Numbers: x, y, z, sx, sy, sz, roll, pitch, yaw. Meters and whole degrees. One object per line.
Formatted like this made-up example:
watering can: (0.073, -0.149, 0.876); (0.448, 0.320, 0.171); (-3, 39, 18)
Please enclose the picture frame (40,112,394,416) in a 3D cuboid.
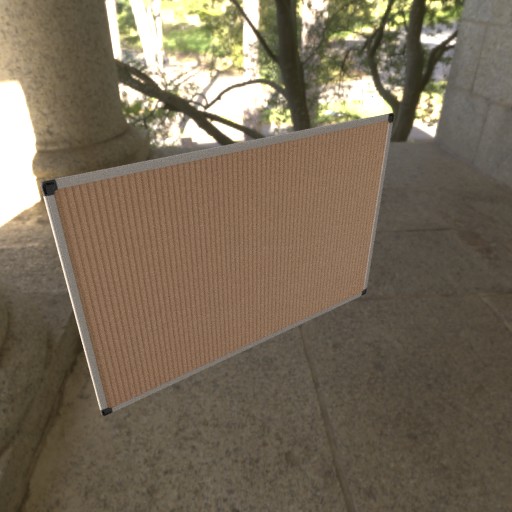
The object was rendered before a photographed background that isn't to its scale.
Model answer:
picture frame: (0.000, 0.000, 1.133); (0.900, 0.600, 0.010); (-19, 36, -29)
